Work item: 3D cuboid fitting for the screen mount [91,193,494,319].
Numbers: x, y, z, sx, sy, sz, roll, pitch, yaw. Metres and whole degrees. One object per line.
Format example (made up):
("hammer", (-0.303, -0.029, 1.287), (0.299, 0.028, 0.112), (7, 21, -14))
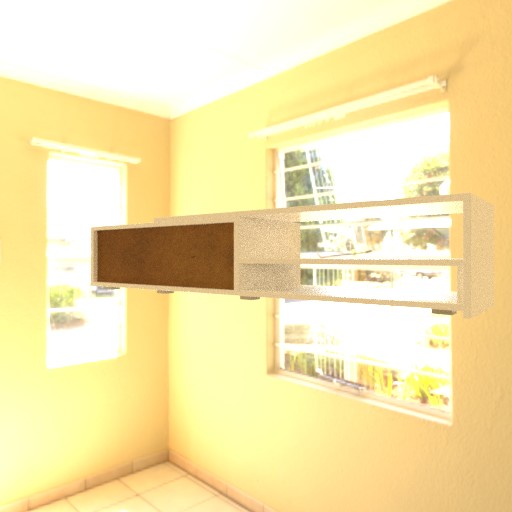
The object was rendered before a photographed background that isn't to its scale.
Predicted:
("screen mount", (0.000, 0.000, 1.796), (1.680, 0.320, 0.420), (0, 0, 37))
